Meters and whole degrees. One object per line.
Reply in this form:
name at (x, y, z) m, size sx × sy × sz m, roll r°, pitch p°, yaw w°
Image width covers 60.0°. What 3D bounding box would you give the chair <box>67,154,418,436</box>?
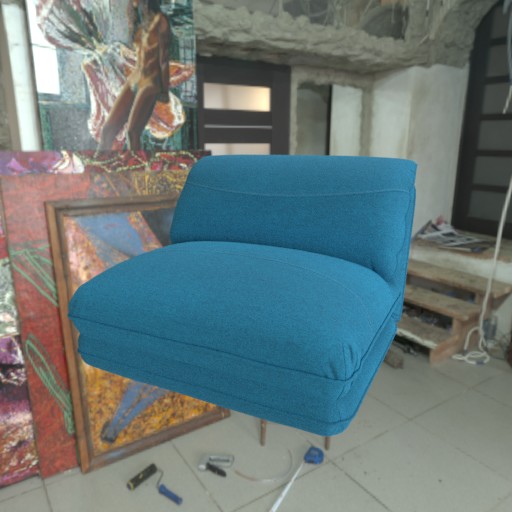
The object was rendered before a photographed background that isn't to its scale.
chair at (0.000, 0.000, 1.332) m, size 0.820 × 0.580 × 0.780 m, roll 7°, pitch 16°, yaw 26°
